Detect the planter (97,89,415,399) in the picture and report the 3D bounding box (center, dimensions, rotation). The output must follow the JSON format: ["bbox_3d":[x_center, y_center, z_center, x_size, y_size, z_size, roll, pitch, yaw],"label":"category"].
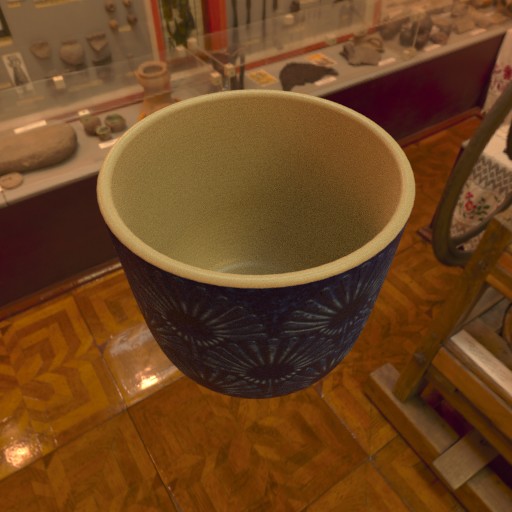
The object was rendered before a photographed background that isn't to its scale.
[{"bbox_3d":[0.000,0.000,0.216,0.124,0.109,0.124,0,48,0],"label":"planter"}]
